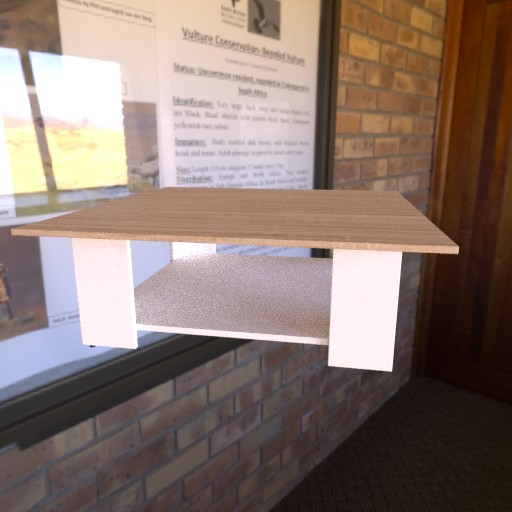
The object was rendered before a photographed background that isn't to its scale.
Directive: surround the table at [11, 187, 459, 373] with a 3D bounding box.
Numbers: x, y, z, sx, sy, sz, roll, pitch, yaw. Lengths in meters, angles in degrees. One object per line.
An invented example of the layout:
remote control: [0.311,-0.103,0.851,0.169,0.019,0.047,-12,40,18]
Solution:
table: [0.000,0.000,1.320,0.890,0.305,0.890,3,15,10]
